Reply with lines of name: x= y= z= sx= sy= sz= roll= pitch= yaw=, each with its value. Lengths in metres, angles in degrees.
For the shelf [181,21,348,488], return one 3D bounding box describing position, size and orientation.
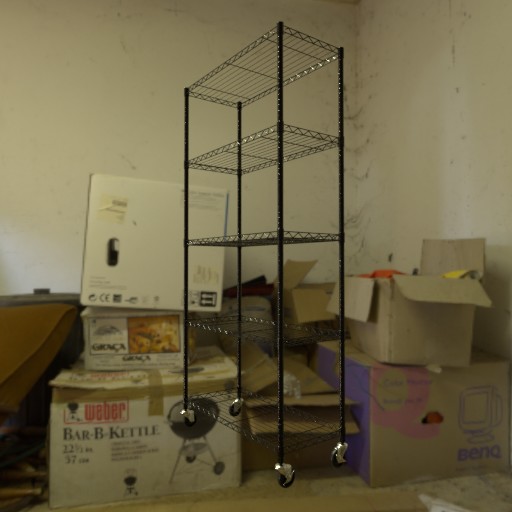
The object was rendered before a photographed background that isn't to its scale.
shelf: x=0.000 y=0.000 z=1.945 sx=0.356 sy=1.645 sz=0.762 roll=1 pitch=-2 yaw=-36
